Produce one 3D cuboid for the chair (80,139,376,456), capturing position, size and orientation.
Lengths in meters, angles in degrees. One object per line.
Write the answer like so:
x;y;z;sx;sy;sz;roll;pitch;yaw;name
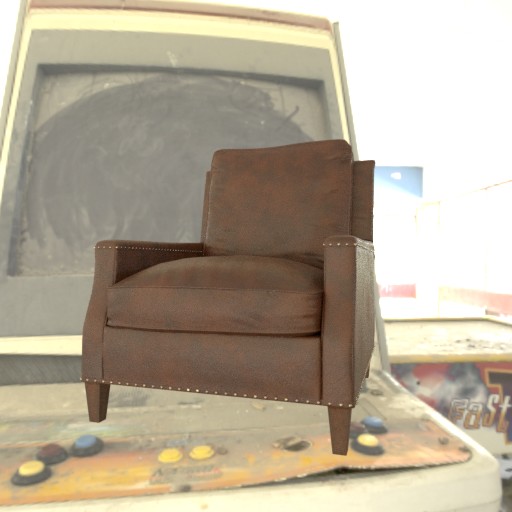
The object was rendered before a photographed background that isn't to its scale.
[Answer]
0.000;0.000;1.723;0.854;1.054;1.035;0;-1;18;chair
